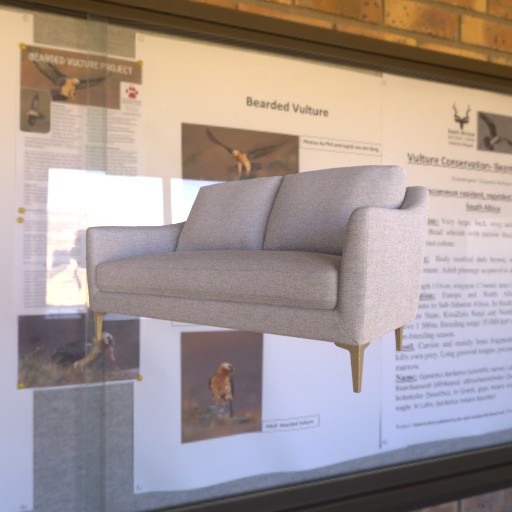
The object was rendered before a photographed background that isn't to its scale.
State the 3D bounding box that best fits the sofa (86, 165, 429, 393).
[{"bbox_3d":[0.000,0.000,2.254,1.619,0.904,0.960,0,0,38],"label":"sofa"}]
